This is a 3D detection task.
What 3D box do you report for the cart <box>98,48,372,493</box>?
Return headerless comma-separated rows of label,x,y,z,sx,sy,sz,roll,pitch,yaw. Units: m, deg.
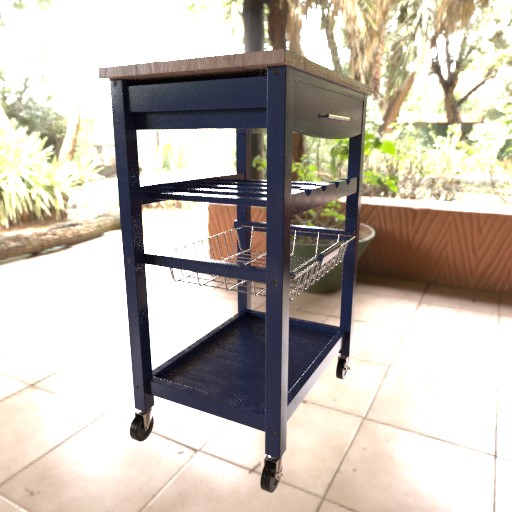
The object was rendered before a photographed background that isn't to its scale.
cart,0.000,0.000,1.119,0.403,0.839,0.584,7,16,26
